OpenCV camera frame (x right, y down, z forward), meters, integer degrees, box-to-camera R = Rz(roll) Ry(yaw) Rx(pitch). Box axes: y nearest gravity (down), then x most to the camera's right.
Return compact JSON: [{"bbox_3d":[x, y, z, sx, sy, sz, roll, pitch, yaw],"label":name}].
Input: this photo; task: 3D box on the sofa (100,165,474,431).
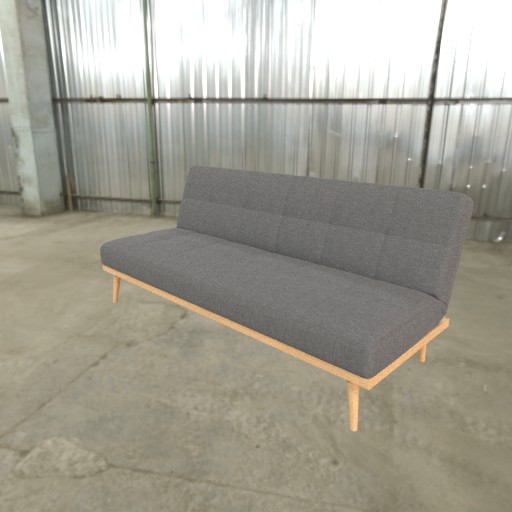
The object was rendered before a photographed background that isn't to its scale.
[{"bbox_3d":[0.000,0.000,2.278,1.820,0.770,0.820,16,23,42],"label":"sofa"}]
